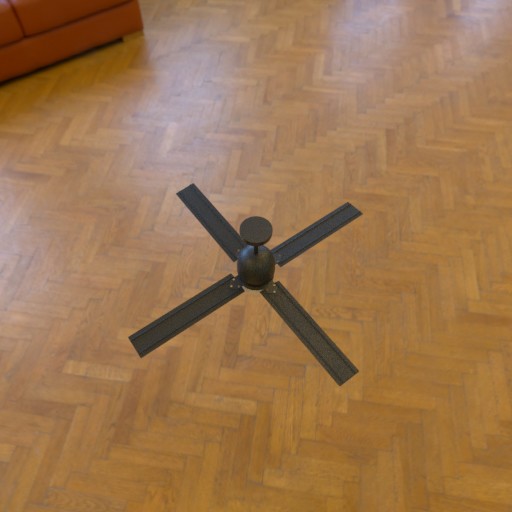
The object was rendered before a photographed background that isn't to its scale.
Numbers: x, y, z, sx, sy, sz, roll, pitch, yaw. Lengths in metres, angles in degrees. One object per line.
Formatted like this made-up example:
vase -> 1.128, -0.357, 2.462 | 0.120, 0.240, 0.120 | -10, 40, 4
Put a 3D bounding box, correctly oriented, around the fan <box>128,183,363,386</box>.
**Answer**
fan -> 0.000, 0.000, 2.034 | 1.319, 0.410, 1.319 | -33, 63, -20
